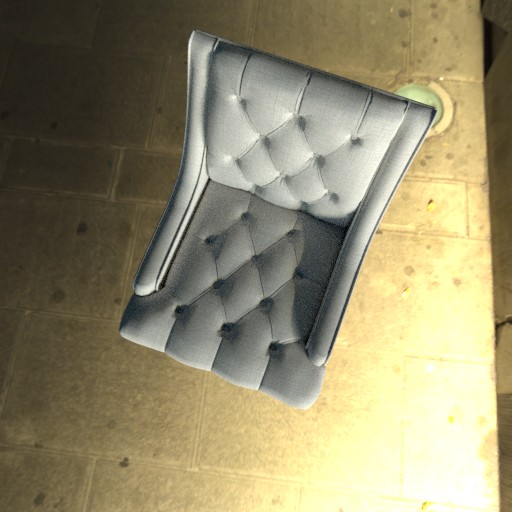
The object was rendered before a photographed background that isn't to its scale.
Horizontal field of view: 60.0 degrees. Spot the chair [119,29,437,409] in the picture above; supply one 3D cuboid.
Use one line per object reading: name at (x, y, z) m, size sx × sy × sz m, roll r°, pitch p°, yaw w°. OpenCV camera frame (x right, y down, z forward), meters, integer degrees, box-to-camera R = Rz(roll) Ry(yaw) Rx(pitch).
chair at (0.000, 0.000, 1.395) m, size 0.658 × 0.891 × 0.772 m, roll 21°, pitch 76°, yaw 5°
